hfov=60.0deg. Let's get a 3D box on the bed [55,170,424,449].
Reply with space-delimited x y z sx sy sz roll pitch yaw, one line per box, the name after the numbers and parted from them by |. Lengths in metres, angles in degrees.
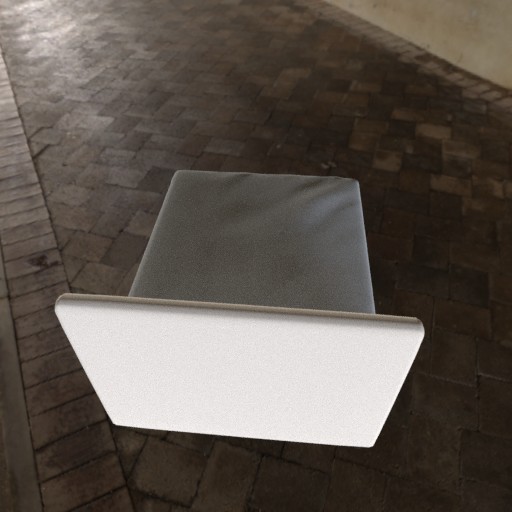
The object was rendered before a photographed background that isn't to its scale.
0.000 0.000 3.162 1.748 1.330 2.142 4 45 4 | bed
